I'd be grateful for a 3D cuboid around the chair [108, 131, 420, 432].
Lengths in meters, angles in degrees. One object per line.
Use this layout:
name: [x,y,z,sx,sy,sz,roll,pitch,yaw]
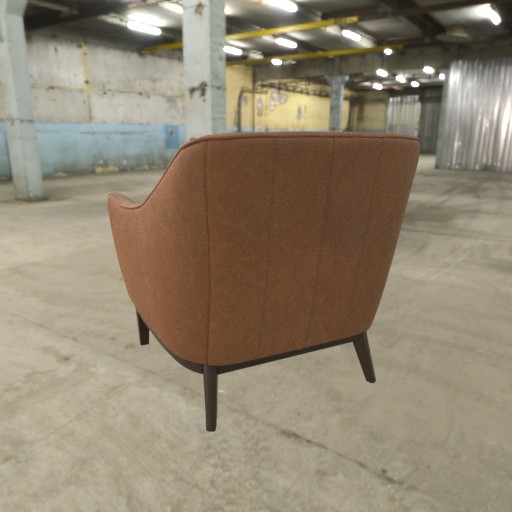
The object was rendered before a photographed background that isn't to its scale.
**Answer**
chair: [0.000,0.000,1.560,0.871,0.830,0.852,-7,16,-26]
